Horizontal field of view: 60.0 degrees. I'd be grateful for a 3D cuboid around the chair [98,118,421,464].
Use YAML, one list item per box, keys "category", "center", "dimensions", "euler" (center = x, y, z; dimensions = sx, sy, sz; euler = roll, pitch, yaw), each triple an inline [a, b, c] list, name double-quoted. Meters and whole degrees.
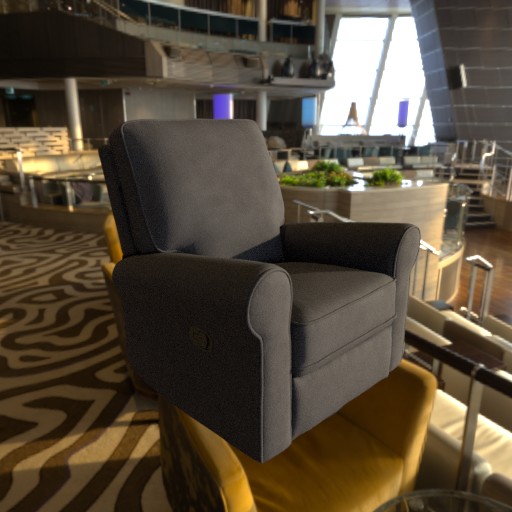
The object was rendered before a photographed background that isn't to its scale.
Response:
- category: "chair"
  center: [0.000, 0.000, 1.606]
  dimensions: [0.890, 0.961, 0.878]
  euler: [-15, 22, -43]
